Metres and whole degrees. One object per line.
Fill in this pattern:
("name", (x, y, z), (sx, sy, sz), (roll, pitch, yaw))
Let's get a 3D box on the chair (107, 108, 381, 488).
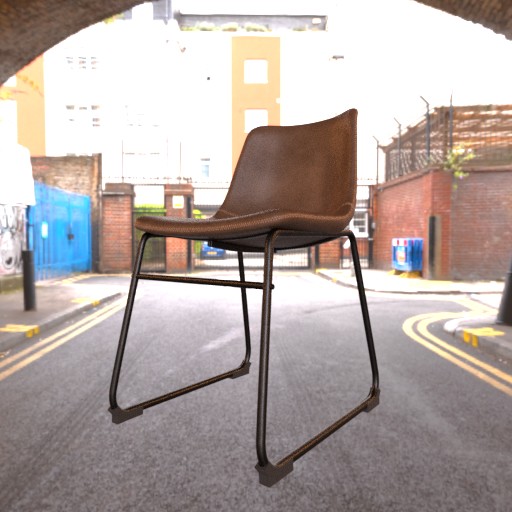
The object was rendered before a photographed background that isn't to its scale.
("chair", (0.000, 0.000, 1.101), (0.460, 0.780, 0.551), (2, 3, 37))
